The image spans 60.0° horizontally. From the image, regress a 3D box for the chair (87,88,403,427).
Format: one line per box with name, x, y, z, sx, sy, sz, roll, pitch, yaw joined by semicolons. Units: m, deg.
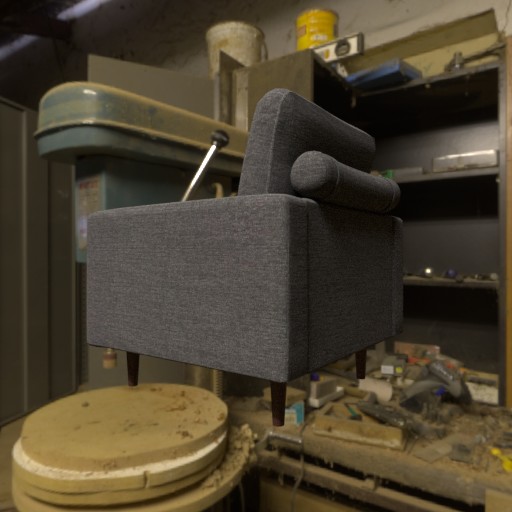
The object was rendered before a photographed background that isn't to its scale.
chair;0.000;0.000;1.540;0.843;0.880;0.821;0;0;36
